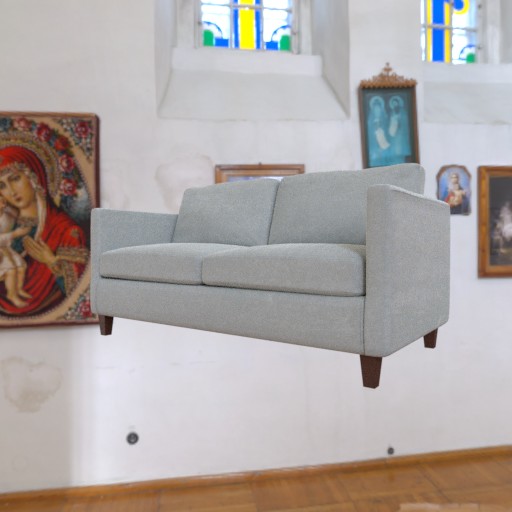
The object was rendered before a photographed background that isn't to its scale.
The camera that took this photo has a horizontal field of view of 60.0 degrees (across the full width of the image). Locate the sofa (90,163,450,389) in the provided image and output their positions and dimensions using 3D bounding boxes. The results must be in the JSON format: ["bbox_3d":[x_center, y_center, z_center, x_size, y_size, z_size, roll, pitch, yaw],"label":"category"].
[{"bbox_3d":[0.000,0.000,2.512,1.884,0.963,0.950,1,2,36],"label":"sofa"}]
